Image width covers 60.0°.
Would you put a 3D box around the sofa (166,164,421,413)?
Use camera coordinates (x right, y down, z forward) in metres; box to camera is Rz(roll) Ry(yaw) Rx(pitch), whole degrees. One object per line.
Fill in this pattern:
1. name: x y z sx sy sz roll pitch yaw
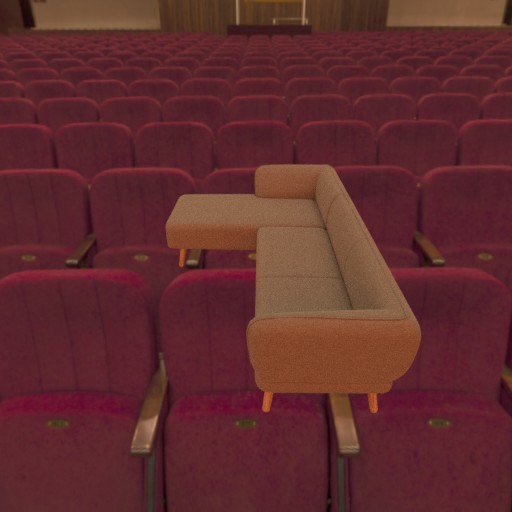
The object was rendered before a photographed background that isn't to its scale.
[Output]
1. sofa: 0.000 0.000 3.269 1.532 0.693 2.653 0 26 1
